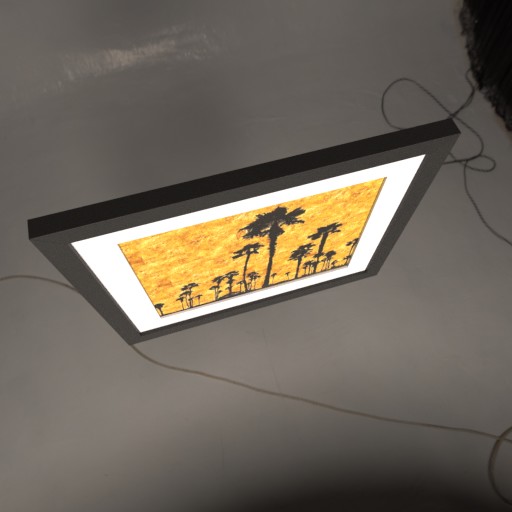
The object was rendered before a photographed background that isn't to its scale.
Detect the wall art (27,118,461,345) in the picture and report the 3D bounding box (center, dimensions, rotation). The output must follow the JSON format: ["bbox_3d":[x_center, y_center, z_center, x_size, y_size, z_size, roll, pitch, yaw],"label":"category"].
[{"bbox_3d":[0.000,0.000,0.762,0.561,0.460,0.028,-15,64,-7],"label":"wall art"}]
